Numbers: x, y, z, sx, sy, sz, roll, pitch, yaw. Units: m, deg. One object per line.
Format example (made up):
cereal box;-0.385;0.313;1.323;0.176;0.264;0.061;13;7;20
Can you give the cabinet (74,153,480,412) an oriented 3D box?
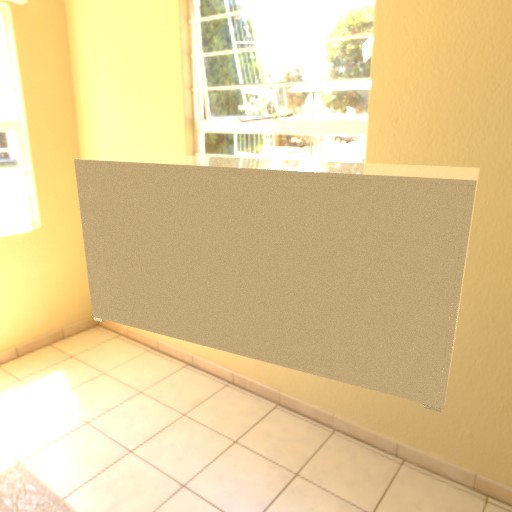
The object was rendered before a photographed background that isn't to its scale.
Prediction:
cabinet;0.000;0.000;1.940;1.650;0.800;0.400;8;19;26
